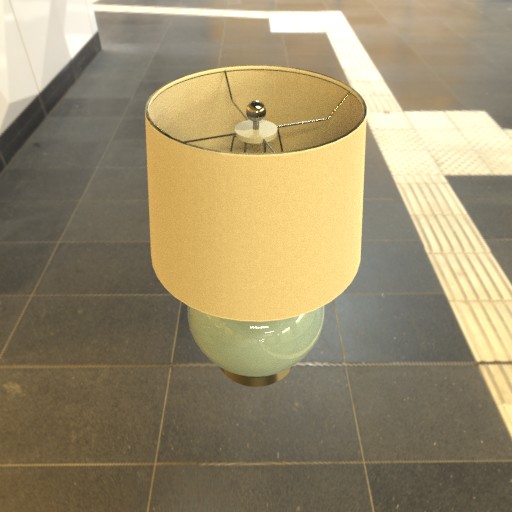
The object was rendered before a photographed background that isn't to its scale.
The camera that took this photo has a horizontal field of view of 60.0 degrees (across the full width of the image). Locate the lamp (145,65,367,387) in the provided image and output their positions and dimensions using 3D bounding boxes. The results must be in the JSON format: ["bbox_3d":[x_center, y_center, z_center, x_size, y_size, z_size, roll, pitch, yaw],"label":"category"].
[{"bbox_3d":[0.000,0.000,0.544,0.247,0.387,0.247,0,41,0],"label":"lamp"}]
